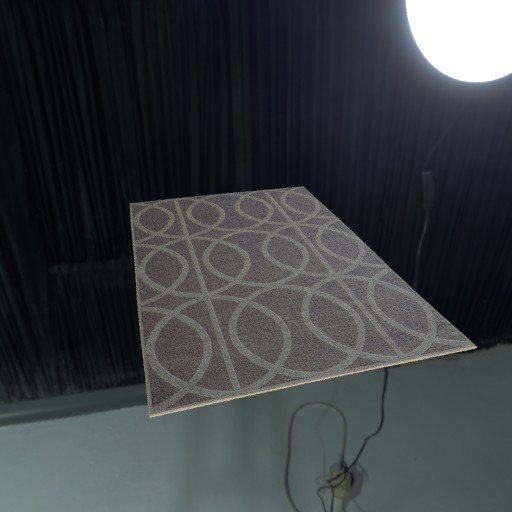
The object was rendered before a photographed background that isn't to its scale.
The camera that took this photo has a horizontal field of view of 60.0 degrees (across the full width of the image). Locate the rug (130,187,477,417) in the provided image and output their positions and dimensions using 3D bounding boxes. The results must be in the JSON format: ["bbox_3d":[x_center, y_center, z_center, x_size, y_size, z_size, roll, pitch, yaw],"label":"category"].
[{"bbox_3d":[0.000,0.000,2.872,1.526,0.014,2.290,-8,30,-14],"label":"rug"}]
